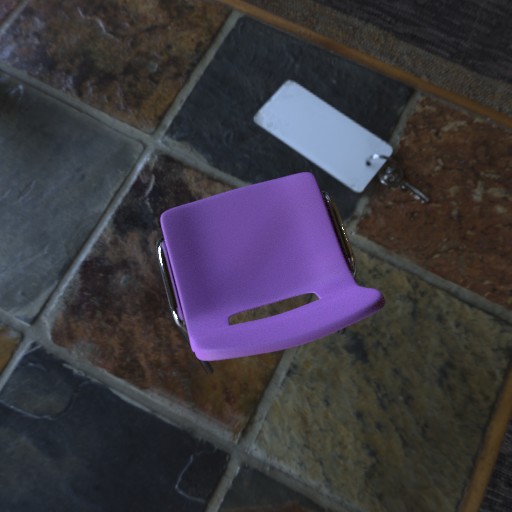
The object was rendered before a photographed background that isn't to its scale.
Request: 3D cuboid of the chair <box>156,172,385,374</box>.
[{"bbox_3d":[0.000,0.000,0.680,0.291,0.493,0.301,-16,77,-4],"label":"chair"}]
